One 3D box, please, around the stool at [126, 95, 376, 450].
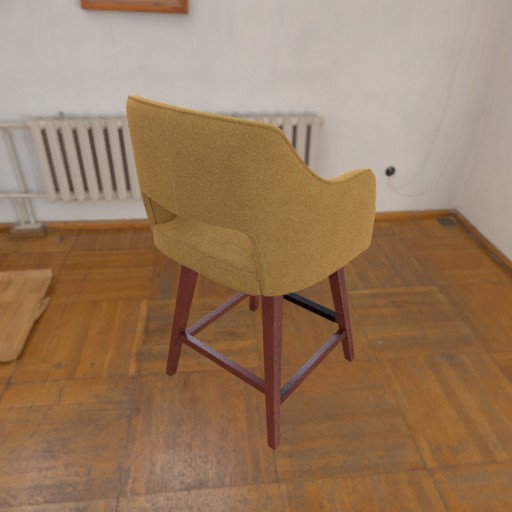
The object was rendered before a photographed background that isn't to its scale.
[{"bbox_3d":[0.000,0.000,1.270,0.548,0.924,0.558,23,39,32],"label":"stool"}]
